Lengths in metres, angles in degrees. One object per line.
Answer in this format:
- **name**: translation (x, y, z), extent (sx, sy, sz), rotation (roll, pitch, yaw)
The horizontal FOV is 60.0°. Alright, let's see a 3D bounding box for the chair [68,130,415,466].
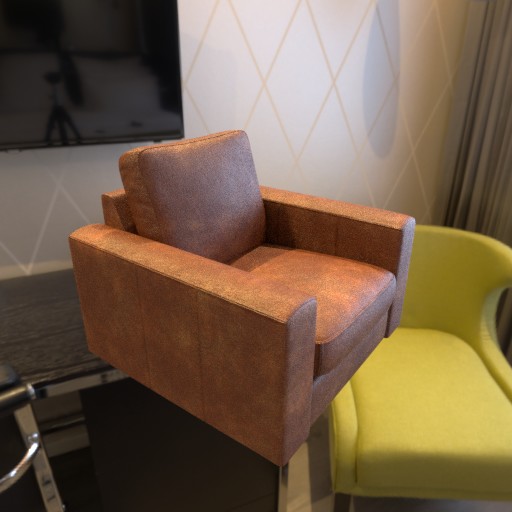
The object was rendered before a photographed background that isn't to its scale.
- **chair**: translation (0.000, 0.000, 1.786), extent (1.016, 0.873, 1.005), rotation (17, 29, 33)
